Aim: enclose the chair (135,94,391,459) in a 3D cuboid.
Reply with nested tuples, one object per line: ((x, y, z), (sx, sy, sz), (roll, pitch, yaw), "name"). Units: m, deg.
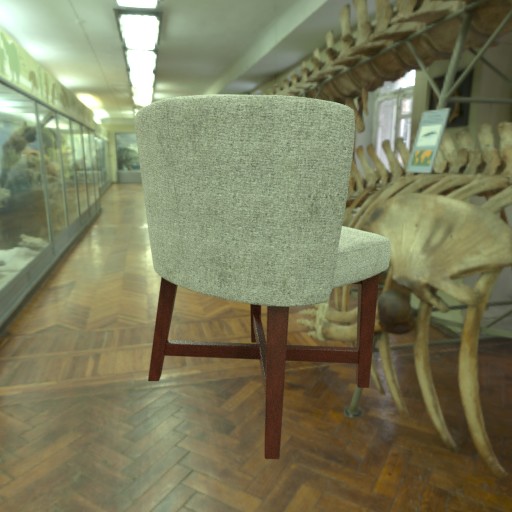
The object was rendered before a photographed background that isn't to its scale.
((0.000, 0.000, 1.285), (0.575, 0.827, 0.728), (-12, 18, -43), "chair")
